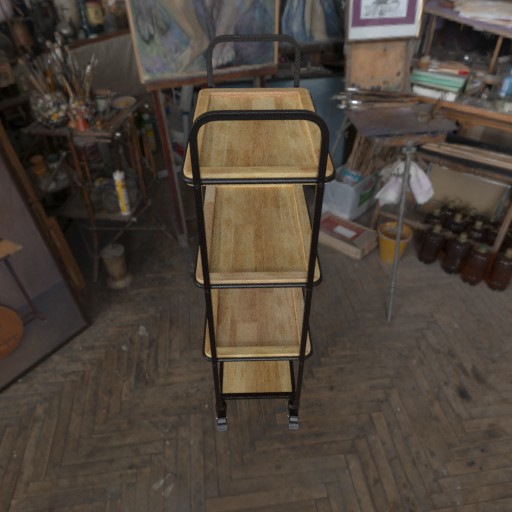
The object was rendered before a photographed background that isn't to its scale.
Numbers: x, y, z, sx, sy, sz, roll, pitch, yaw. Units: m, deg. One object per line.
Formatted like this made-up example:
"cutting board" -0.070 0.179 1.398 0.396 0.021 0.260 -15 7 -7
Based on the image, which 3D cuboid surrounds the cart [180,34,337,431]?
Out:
"cart" 0.000 0.000 1.315 0.321 1.080 0.545 -1 40 -1
